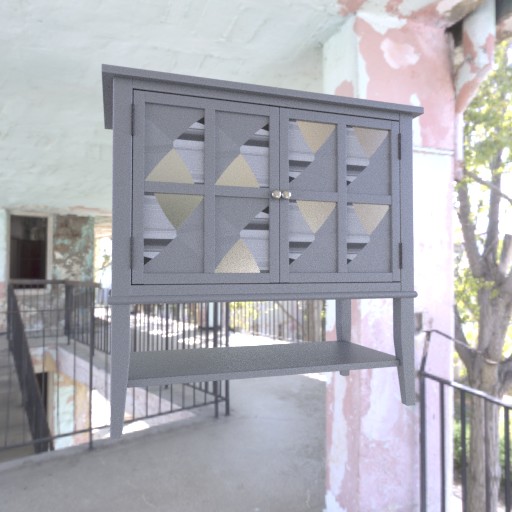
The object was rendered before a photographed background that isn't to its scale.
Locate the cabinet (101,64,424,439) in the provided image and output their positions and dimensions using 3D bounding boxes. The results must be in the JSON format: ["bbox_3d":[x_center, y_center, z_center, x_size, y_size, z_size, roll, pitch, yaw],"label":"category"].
[{"bbox_3d":[0.000,0.000,1.218,0.801,0.780,0.396,1,-2,-18],"label":"cabinet"}]
